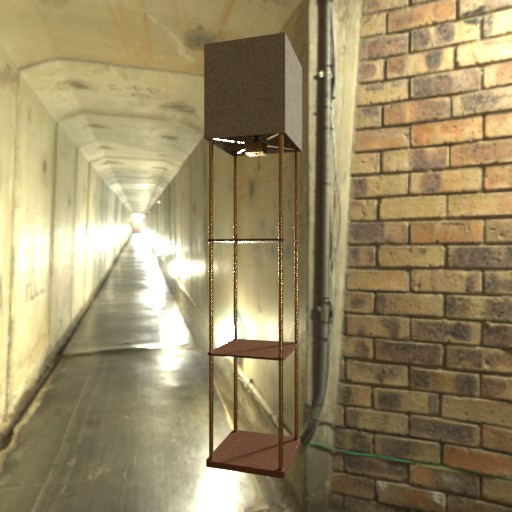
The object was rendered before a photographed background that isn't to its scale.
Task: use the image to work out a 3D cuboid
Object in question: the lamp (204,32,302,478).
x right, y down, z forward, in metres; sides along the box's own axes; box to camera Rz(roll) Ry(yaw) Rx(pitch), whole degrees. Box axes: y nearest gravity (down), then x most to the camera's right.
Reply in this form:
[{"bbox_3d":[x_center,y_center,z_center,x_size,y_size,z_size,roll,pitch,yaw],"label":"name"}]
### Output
[{"bbox_3d":[0.000,0.000,1.748,0.308,1.569,0.310,0,0,17],"label":"lamp"}]
